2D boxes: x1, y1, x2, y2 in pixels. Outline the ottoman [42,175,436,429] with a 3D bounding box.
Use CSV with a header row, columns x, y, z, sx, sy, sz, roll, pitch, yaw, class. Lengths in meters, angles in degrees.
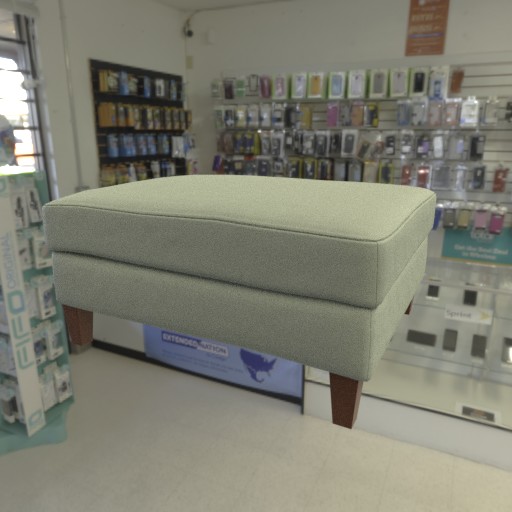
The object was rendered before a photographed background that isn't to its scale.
x,y,z,sx,sy,sz,roll,pitch,yaw,class
0.000,0.000,1.450,0.991,0.494,0.842,8,18,27,ottoman
